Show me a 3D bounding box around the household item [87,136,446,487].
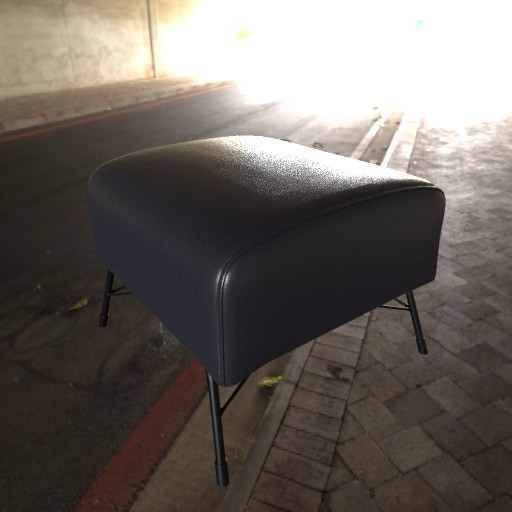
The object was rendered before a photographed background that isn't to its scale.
[{"bbox_3d":[0.000,0.000,0.902,0.530,0.410,0.530,-19,32,-33],"label":"household item"}]
